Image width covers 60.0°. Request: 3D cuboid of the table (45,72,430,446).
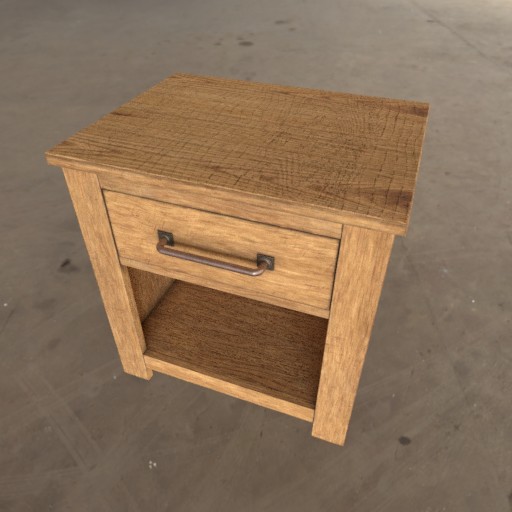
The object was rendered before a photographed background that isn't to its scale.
[{"bbox_3d":[0.000,0.000,1.031,0.601,0.625,0.494,13,41,16],"label":"table"}]
